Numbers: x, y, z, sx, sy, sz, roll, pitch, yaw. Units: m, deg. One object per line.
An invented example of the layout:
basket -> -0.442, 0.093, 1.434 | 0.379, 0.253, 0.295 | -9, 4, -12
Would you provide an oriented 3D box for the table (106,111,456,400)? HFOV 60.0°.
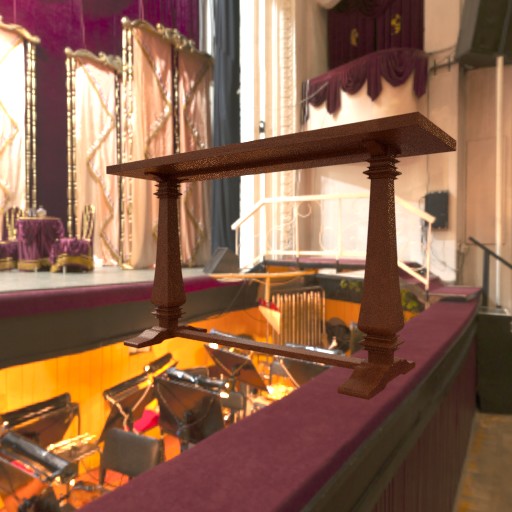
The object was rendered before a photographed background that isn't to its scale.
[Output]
table -> 0.000, 0.000, 1.882 | 1.478, 0.852, 0.461 | 1, 2, 37
